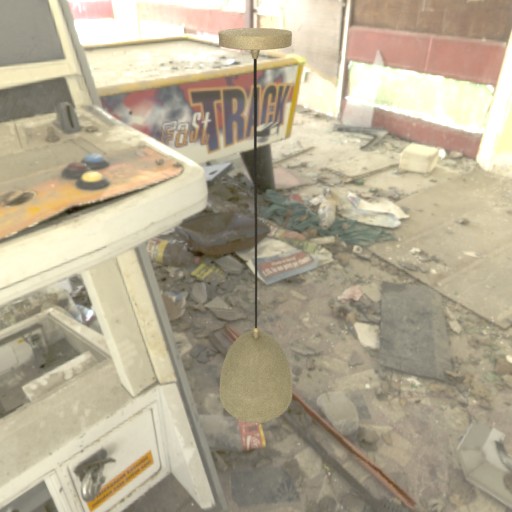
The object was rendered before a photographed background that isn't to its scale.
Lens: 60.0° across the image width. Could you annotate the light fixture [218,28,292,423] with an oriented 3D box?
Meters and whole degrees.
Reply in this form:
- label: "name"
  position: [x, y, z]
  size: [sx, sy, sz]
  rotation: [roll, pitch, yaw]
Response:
- label: "light fixture"
  position: [0.000, 0.000, 0.837]
  size: [0.170, 0.759, 0.170]
  rotation: [-10, 34, -15]
